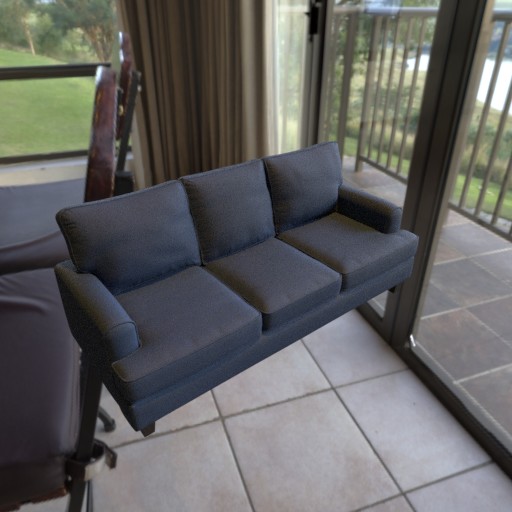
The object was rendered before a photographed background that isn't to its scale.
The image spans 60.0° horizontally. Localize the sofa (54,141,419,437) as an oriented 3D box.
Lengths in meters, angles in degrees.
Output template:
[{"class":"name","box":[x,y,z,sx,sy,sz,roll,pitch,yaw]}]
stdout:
[{"class":"sofa","box":[0.000,0.000,2.752,2.158,0.965,0.951,-22,37,-32]}]
